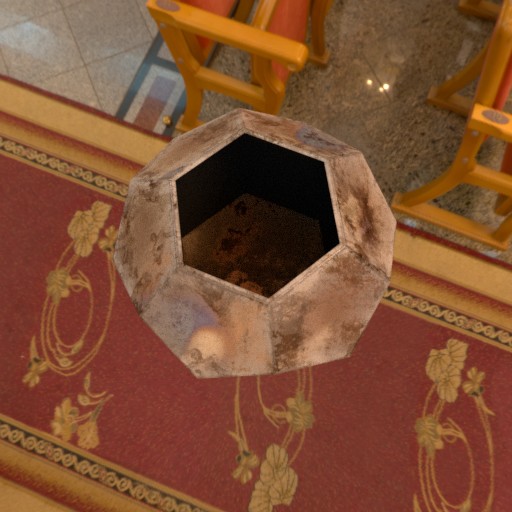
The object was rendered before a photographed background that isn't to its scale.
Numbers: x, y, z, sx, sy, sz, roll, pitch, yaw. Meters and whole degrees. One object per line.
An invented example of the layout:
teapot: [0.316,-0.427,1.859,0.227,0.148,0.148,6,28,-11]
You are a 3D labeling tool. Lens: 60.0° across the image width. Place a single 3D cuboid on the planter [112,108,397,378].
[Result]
planter: [0.000,0.000,0.424,0.221,0.238,0.243,22,76,6]
